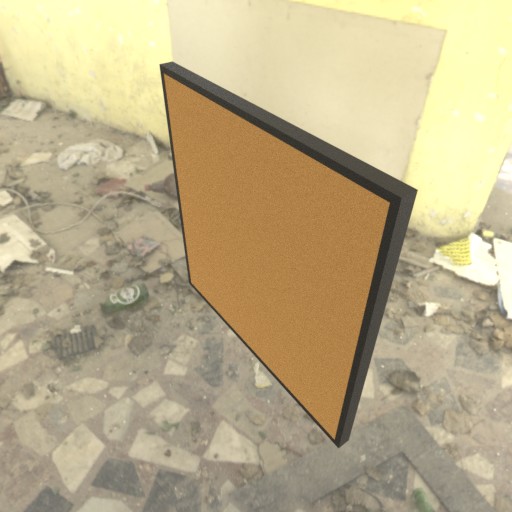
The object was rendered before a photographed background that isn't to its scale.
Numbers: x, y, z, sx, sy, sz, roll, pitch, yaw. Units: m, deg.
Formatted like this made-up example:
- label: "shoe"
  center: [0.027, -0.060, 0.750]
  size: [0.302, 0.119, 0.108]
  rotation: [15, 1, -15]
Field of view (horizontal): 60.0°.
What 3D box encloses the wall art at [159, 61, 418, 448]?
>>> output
- label: "wall art"
  center: [0.000, 0.000, 1.135]
  size: [0.038, 0.763, 0.763]
  rotation: [-26, 47, -27]
